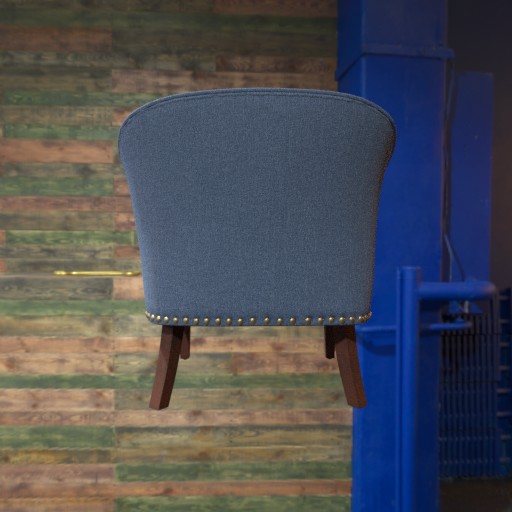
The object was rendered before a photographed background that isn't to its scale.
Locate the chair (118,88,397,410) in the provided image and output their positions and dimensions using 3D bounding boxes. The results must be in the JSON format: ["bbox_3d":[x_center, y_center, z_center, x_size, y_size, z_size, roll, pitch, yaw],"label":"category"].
[{"bbox_3d":[0.000,0.000,1.399,0.772,0.815,0.704,0,2,-1],"label":"chair"}]
